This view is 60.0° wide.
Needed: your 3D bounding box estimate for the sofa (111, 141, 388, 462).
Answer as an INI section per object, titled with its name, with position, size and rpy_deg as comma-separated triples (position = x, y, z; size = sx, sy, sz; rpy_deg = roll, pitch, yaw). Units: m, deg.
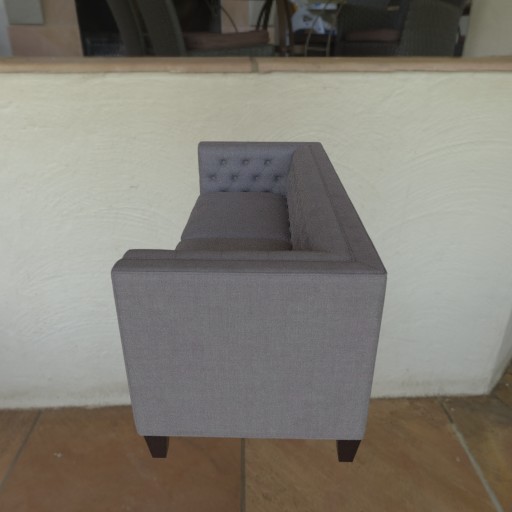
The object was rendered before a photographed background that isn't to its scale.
[sofa]
position = 0.000, 0.000, 2.171
size = 0.775, 0.762, 1.778
rpy_deg = 1, 26, 1
